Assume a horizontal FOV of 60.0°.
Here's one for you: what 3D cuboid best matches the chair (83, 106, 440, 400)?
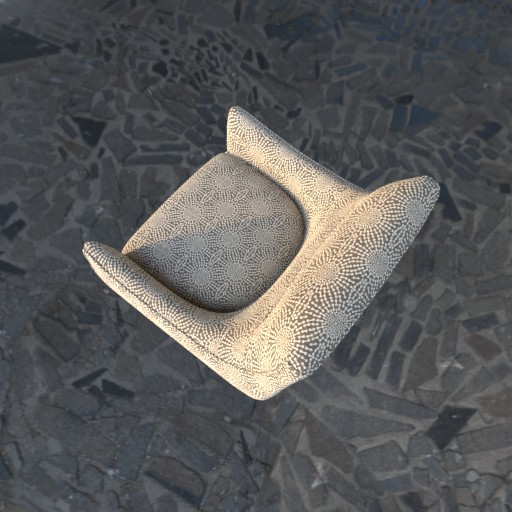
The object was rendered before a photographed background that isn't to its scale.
[{"bbox_3d":[0.000,0.000,1.499,0.787,0.838,0.762,35,69,15],"label":"chair"}]
